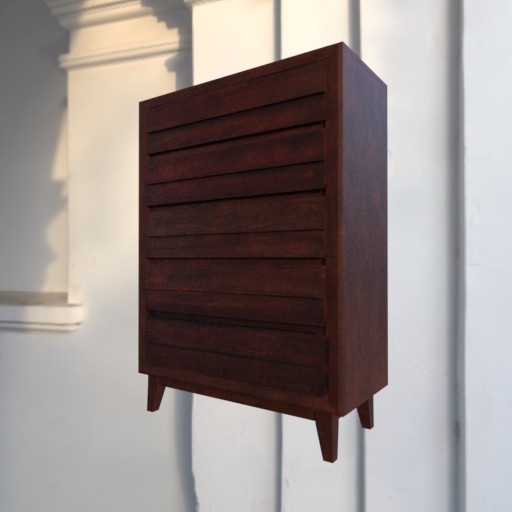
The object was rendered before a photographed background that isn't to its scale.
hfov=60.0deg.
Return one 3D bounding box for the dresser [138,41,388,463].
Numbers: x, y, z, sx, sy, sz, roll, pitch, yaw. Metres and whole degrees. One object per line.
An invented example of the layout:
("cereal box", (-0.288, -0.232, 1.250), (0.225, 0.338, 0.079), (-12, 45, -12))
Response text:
("dresser", (0.000, 0.000, 2.063), (1.072, 1.514, 0.506), (0, -1, 35))
